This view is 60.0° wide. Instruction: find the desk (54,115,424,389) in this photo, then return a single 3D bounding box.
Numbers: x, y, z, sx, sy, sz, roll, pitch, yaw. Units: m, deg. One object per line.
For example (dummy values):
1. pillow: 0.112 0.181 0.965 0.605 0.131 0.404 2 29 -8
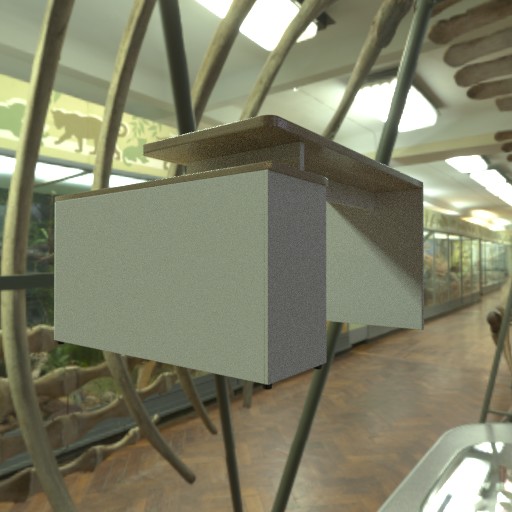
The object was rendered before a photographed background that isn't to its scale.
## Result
1. desk: 0.000 0.000 2.127 1.175 0.770 1.400 0 -1 37
